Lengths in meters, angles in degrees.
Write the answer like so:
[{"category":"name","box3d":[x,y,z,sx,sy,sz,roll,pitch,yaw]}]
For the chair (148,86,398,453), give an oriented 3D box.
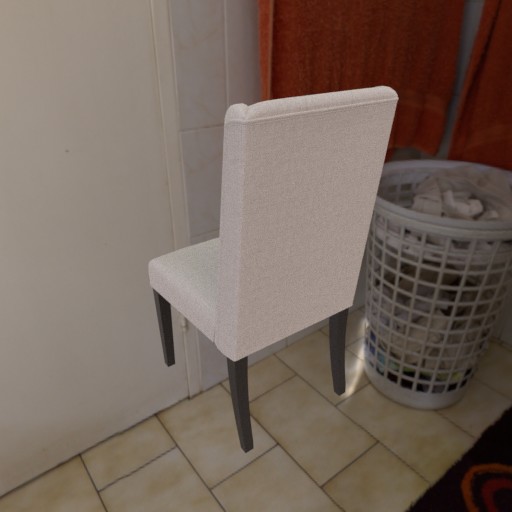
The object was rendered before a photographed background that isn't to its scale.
[{"category":"chair","box3d":[0.000,0.000,1.297,0.474,0.961,0.523,-19,34,-31]}]
